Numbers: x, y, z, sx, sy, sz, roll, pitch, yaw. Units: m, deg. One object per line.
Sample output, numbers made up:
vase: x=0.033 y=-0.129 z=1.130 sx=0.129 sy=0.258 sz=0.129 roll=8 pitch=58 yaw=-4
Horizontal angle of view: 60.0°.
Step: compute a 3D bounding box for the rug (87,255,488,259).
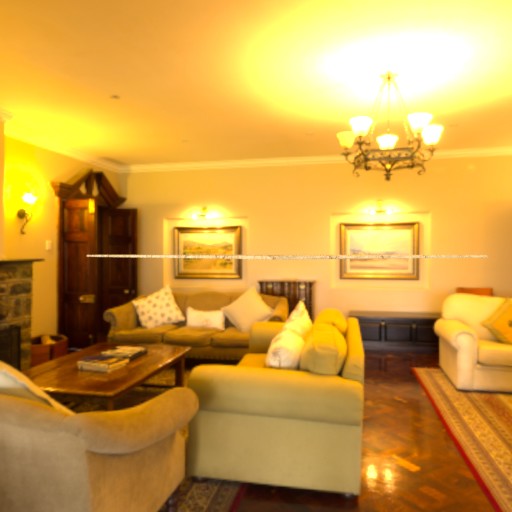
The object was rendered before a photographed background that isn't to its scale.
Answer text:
rug: x=0.000 y=0.000 z=2.939 sx=1.528 sy=0.014 sz=2.292 roll=0 pitch=0 yaw=-37
